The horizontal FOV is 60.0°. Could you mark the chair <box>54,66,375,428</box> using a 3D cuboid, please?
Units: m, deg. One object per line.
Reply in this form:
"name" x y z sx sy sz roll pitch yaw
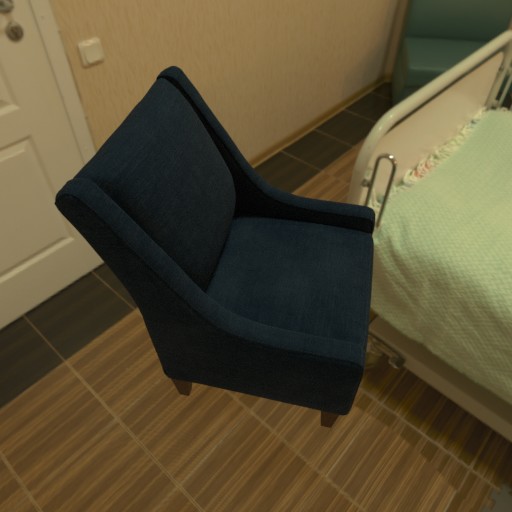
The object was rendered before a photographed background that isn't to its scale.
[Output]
"chair" 0.000 0.000 1.618 0.870 1.014 0.774 10 47 9
